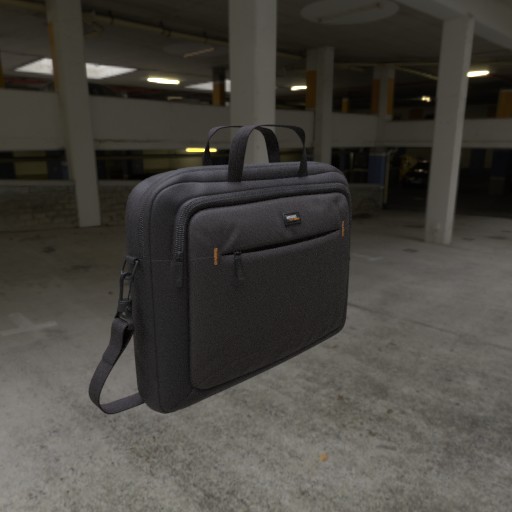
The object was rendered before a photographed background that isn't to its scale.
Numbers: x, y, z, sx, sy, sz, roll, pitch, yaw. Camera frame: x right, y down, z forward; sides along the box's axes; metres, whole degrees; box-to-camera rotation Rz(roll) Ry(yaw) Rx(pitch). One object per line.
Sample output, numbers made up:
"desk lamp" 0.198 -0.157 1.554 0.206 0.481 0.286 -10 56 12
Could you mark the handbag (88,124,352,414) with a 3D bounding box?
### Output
"handbag" 0.000 0.000 0.430 0.320 0.244 0.089 -13 20 -42
